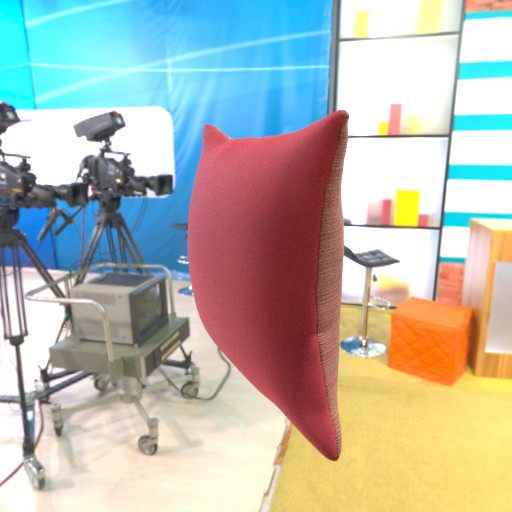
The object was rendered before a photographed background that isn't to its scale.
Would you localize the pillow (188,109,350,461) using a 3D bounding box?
[{"bbox_3d":[0.000,0.000,0.836,0.229,0.501,0.559,-6,15,-24],"label":"pillow"}]
